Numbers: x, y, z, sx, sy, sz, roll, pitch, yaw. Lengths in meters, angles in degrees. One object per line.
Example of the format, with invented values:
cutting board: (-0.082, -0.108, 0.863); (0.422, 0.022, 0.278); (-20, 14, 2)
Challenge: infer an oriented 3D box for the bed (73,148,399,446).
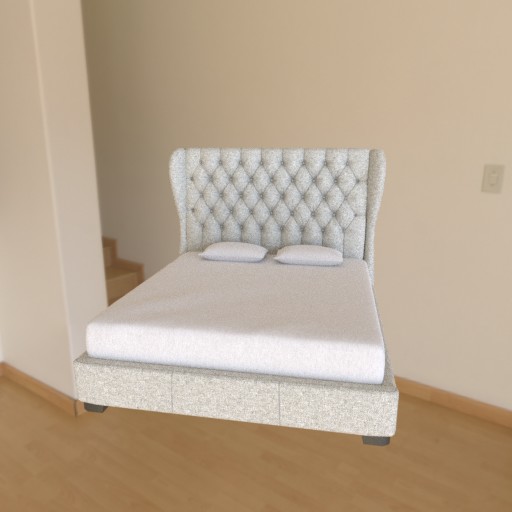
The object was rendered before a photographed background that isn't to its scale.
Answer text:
bed: (0.000, 0.000, 3.786); (2.219, 1.771, 2.347); (3, 15, 10)
